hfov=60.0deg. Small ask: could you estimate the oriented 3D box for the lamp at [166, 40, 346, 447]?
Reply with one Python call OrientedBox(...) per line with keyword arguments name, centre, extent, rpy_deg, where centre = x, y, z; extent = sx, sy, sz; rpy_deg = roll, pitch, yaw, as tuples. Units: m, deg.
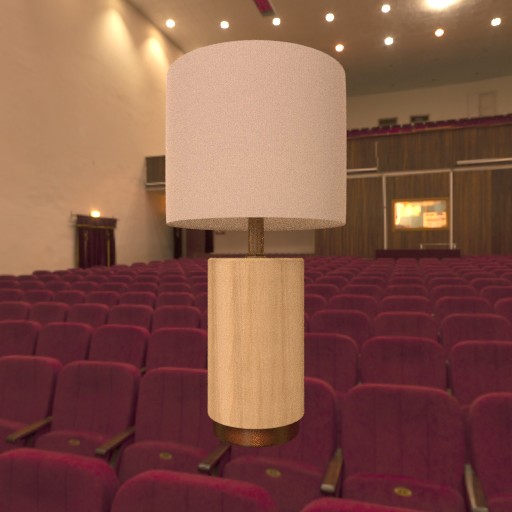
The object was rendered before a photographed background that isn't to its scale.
OrientedBox(name="lamp", centre=(0.000, 0.000, 0.569), extent=(0.228, 0.444, 0.228), rpy_deg=(0, 0, 19))
